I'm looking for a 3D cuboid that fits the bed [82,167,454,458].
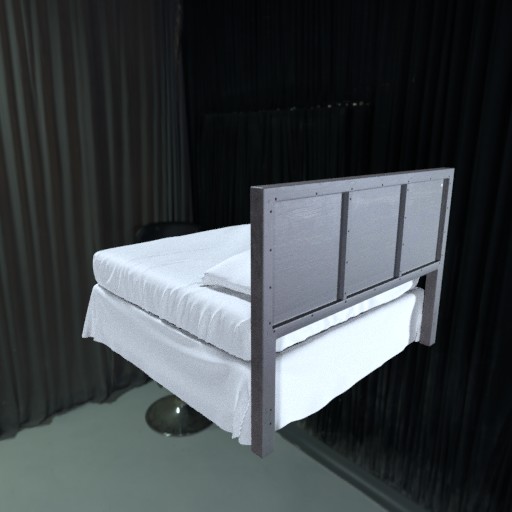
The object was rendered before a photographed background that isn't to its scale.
[{"bbox_3d":[0.000,0.000,2.897,1.772,1.142,1.785,-14,20,-42],"label":"bed"}]
